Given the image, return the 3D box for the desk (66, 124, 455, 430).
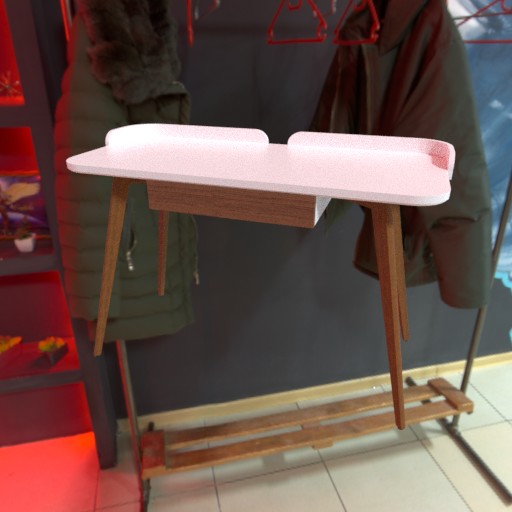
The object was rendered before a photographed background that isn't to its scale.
[{"bbox_3d":[0.000,0.000,1.607,1.206,0.807,0.534,8,26,17],"label":"desk"}]
